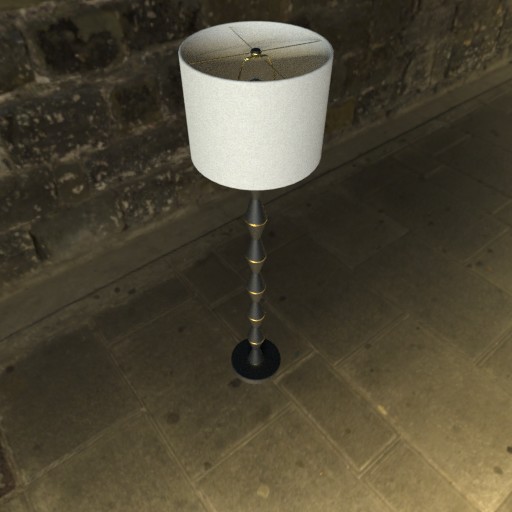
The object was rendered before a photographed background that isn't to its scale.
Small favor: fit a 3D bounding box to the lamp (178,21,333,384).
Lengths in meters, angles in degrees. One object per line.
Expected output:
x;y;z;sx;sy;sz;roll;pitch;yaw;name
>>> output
0.000;0.000;1.626;0.381;1.480;0.381;-17;48;-16;lamp
